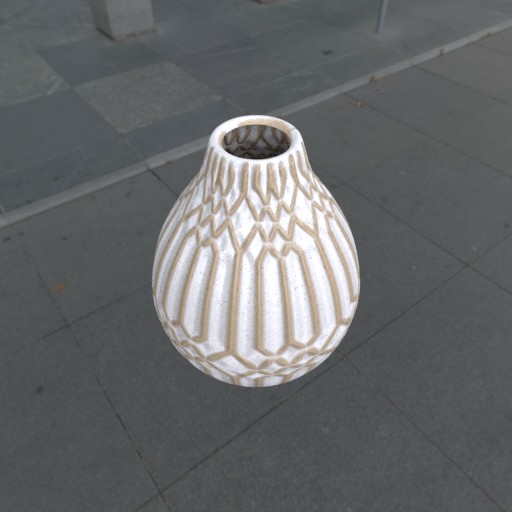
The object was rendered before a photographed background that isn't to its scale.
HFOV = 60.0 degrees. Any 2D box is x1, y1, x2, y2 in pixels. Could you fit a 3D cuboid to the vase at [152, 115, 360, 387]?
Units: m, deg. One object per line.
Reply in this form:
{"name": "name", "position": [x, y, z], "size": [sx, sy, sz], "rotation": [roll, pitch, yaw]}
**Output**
{"name": "vase", "position": [0.000, 0.000, 0.330], "size": [0.159, 0.200, 0.159], "rotation": [0, 46, 0]}
